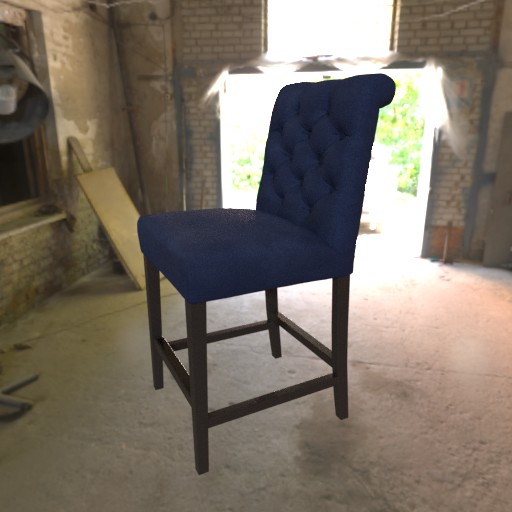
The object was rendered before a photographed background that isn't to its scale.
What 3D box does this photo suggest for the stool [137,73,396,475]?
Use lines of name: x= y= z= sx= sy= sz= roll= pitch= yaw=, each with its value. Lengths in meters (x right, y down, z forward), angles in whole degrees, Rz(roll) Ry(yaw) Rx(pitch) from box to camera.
stool: x=0.000 y=0.000 z=1.332 sx=0.601 sy=1.010 sz=0.493 roll=-9 pitch=20 yaw=-26
